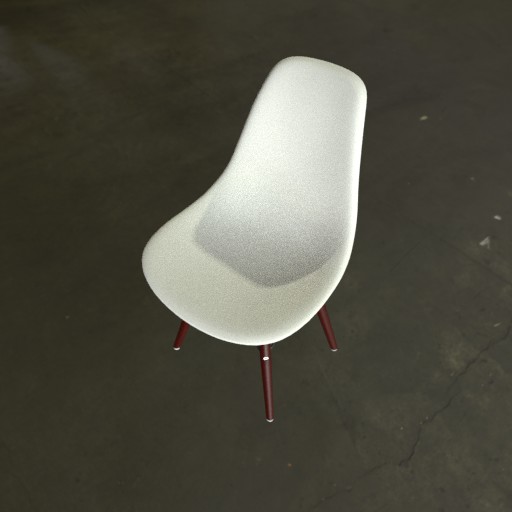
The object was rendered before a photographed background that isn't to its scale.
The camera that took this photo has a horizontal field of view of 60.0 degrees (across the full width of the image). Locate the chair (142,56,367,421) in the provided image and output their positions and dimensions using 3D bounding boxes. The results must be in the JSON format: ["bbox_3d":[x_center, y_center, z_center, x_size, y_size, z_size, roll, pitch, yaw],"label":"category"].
[{"bbox_3d":[0.000,0.000,1.152,0.470,0.826,0.533,30,54,25],"label":"chair"}]
